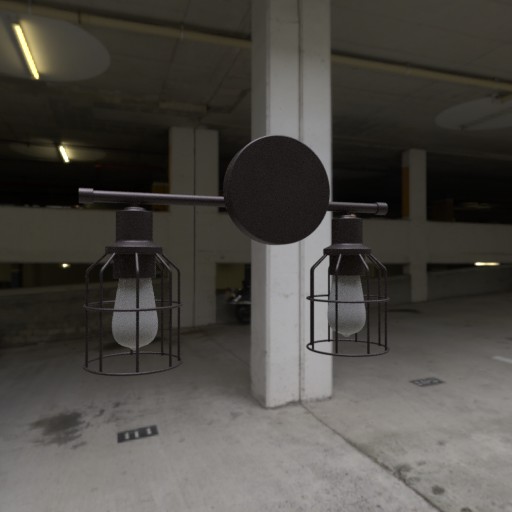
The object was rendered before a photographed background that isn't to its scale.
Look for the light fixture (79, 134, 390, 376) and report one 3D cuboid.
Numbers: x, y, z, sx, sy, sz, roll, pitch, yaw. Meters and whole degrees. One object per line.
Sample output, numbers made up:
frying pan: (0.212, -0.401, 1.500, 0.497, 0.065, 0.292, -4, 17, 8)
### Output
light fixture: (0.000, 0.000, 0.543, 0.406, 0.254, 0.165, 0, -1, -19)
